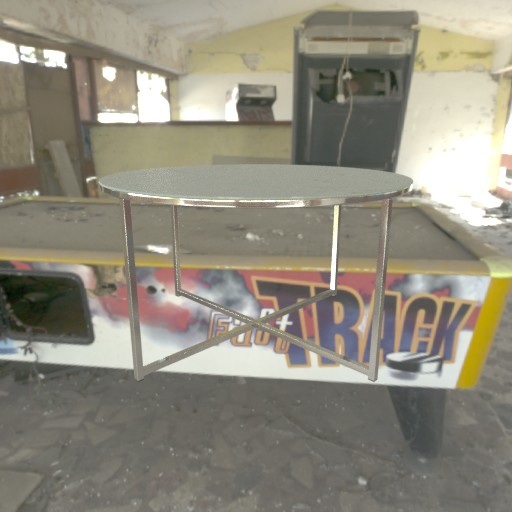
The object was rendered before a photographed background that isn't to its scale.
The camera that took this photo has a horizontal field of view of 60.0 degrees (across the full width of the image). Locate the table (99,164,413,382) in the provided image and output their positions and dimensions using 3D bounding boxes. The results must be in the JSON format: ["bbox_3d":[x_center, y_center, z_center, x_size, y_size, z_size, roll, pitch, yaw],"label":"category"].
[{"bbox_3d":[0.000,0.000,1.252,0.800,0.450,0.800,0,16,0],"label":"table"}]
